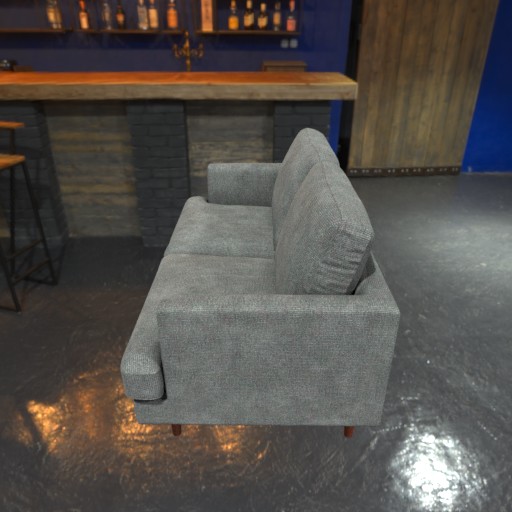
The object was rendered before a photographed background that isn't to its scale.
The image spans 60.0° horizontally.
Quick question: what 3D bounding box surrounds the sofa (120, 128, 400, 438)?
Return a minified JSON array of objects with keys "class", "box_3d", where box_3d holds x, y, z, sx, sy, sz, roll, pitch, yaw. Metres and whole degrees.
[{"class":"sofa","box_3d":[0.000,0.000,2.123,0.903,0.956,1.582,0,28,1]}]
